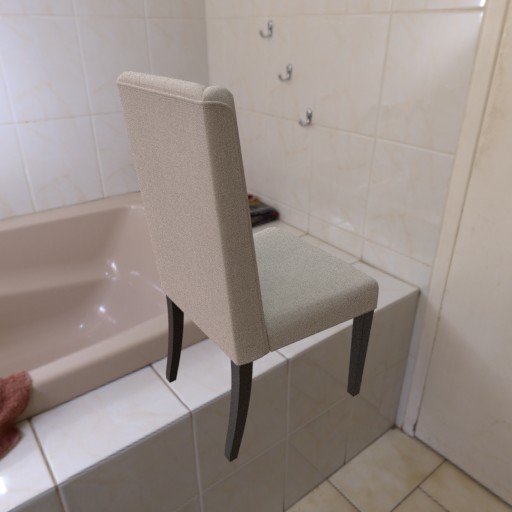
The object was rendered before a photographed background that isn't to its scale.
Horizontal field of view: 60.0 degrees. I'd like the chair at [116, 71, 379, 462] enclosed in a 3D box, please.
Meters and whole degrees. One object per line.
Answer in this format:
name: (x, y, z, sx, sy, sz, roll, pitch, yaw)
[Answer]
chair: (0.000, 0.000, 1.243, 0.523, 0.961, 0.474, -18, 32, -31)
